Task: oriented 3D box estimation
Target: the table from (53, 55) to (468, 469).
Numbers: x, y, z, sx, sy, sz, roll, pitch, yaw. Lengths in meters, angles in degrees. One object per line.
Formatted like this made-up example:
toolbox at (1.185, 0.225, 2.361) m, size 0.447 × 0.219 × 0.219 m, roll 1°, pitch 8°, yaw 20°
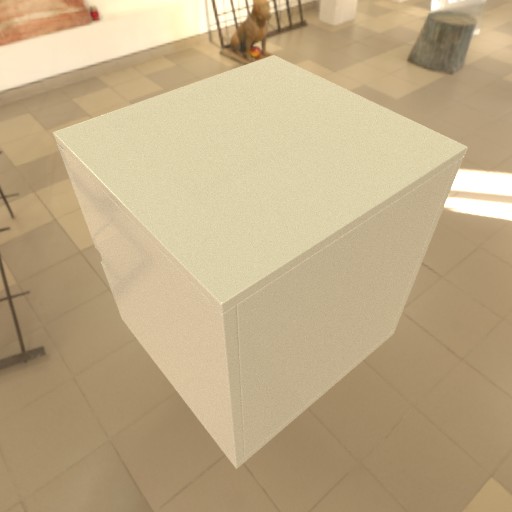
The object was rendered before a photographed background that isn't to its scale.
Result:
table at (0.000, 0.000, 0.787) m, size 0.420 × 0.470 × 0.400 m, roll -31°, pitch 54°, yaw -26°
